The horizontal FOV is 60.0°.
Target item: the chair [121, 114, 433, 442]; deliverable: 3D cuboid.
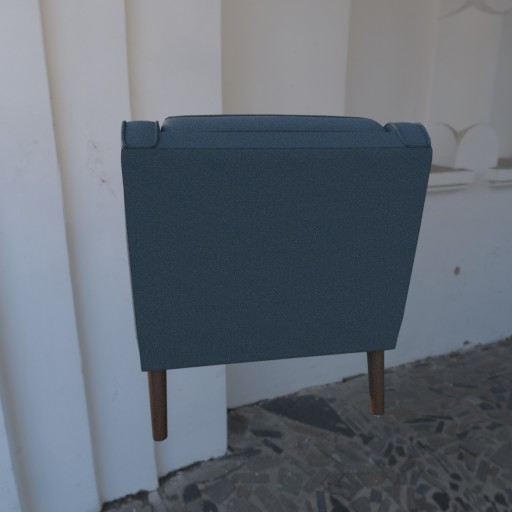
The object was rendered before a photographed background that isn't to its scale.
[{"bbox_3d":[0.000,0.000,1.316,0.663,0.780,0.733,-3,15,-10],"label":"chair"}]
